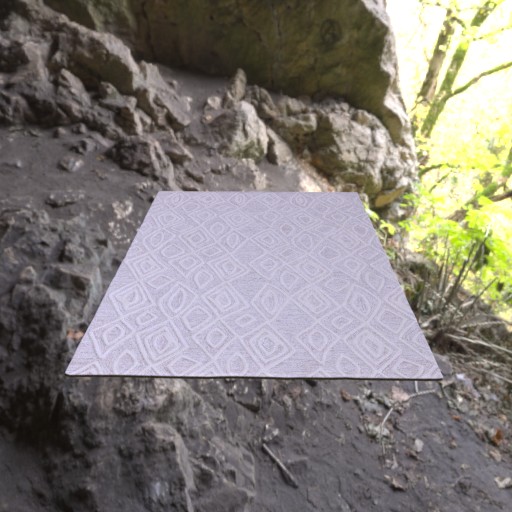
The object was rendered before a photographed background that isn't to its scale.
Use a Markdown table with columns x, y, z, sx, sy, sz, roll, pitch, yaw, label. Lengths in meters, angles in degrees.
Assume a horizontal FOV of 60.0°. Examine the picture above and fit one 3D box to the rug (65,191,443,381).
| x | y | z | sx | sy | sz | roll | pitch | yaw | label |
| --- | --- | --- | --- | --- | --- | --- | --- | --- | --- |
| 0.000 | 0.000 | 4.139 | 2.449 | 0.025 | 3.049 | 0 | 31 | 1 | rug |
